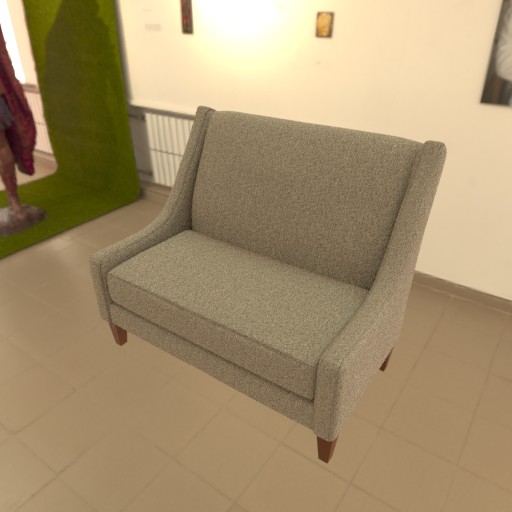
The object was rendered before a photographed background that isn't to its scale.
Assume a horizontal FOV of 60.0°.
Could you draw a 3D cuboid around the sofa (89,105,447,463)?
[{"bbox_3d":[0.000,0.000,1.939,1.242,1.026,0.862,19,35,30],"label":"sofa"}]
